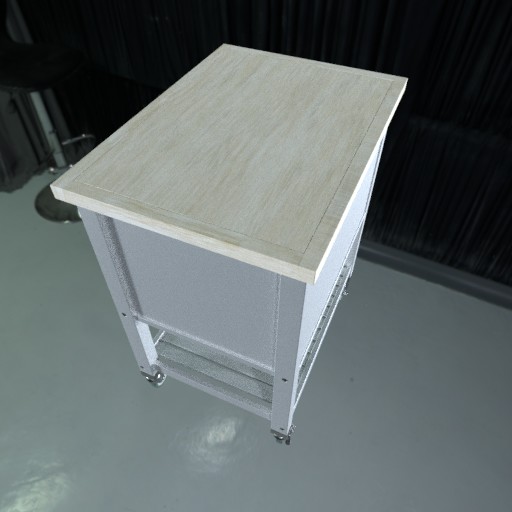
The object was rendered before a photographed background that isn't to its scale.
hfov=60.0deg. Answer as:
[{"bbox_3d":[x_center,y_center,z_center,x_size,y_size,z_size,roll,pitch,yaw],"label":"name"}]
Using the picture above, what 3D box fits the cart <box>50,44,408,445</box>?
[{"bbox_3d":[0.000,0.000,1.376,0.559,0.914,0.762,18,50,16],"label":"cart"}]
